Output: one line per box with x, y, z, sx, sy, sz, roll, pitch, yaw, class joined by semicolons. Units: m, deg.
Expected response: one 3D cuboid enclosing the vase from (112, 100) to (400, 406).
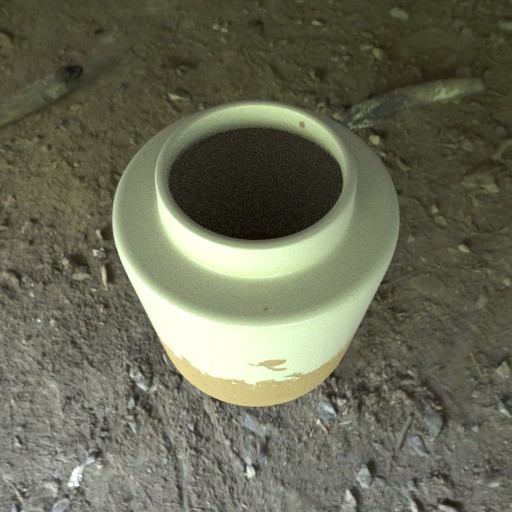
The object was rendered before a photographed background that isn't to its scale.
0.000;0.000;0.285;0.153;0.167;0.153;0;58;0;vase
